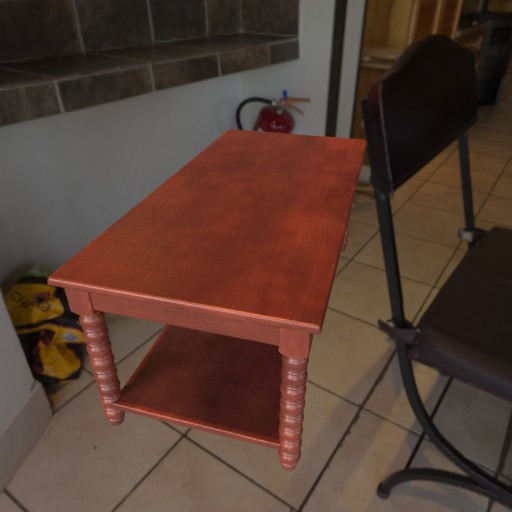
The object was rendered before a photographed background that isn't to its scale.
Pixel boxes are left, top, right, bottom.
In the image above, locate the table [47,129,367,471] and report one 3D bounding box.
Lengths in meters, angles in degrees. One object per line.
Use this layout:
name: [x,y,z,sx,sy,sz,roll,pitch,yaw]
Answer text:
table: [0.000,0.000,1.451,0.580,0.485,1.171,8,32,14]
